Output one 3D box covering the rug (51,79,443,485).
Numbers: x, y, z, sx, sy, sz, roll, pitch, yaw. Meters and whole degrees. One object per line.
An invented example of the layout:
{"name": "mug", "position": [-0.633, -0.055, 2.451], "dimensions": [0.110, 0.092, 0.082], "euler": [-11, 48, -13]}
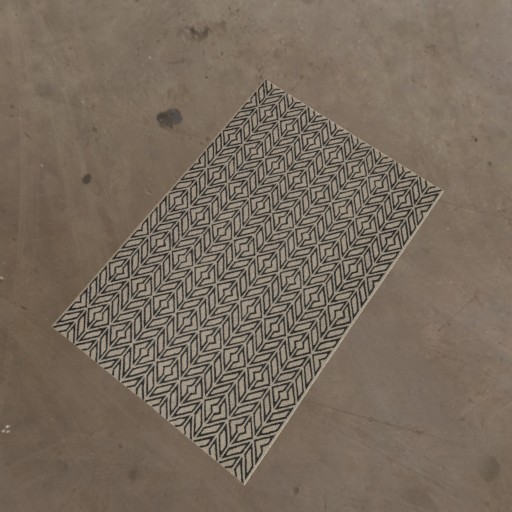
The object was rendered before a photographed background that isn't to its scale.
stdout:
{"name": "rug", "position": [0.000, 0.000, 2.339], "dimensions": [1.220, 0.007, 1.828], "euler": [35, 77, 10]}
